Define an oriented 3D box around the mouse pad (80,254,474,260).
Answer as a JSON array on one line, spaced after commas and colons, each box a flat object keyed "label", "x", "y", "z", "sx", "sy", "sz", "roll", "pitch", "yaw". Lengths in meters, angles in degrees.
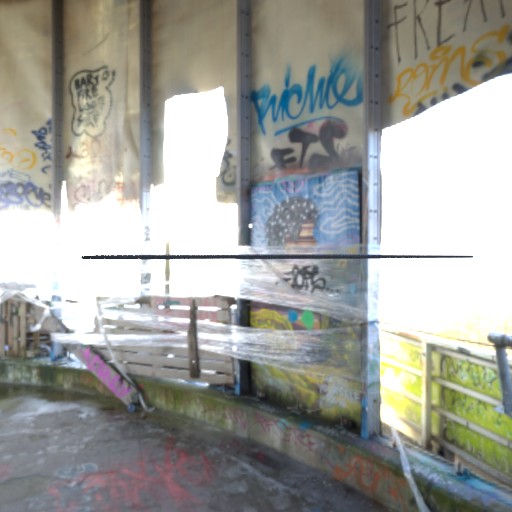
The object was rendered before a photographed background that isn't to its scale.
[{"label": "mouse pad", "x": 0.000, "y": 0.000, "z": 0.352, "sx": 0.249, "sy": 0.002, "sz": 0.211, "roll": 0, "pitch": 0, "yaw": -18}]
